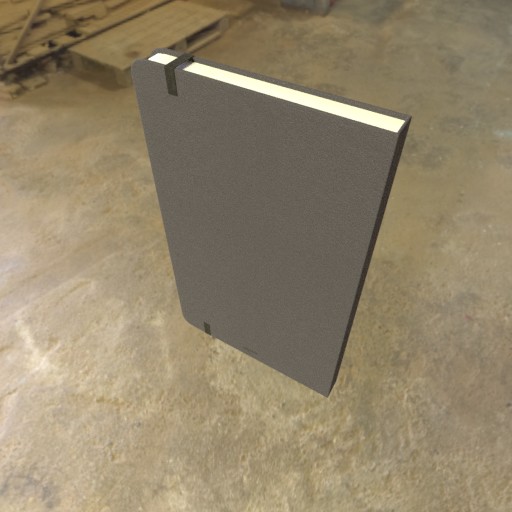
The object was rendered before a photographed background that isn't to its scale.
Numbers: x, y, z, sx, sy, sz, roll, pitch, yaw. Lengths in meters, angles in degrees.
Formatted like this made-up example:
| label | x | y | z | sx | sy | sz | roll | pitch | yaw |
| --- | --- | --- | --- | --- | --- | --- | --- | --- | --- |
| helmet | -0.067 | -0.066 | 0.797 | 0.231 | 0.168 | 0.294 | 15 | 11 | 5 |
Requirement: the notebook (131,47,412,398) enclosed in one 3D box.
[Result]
| label | x | y | z | sx | sy | sz | roll | pitch | yaw |
| --- | --- | --- | --- | --- | --- | --- | --- | --- | --- |
| notebook | 0.000 | 0.000 | 0.261 | 0.127 | 0.213 | 0.016 | 24 | 52 | 20 |
